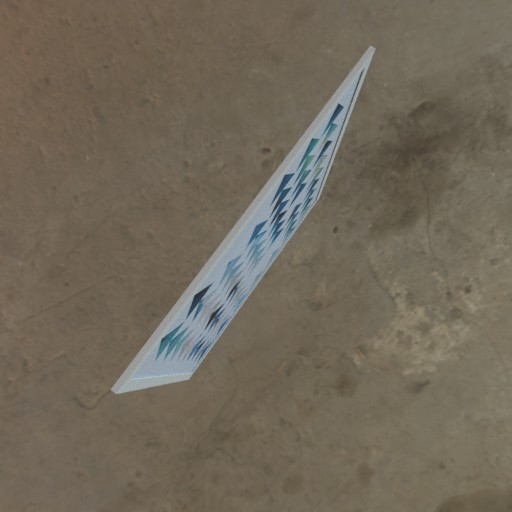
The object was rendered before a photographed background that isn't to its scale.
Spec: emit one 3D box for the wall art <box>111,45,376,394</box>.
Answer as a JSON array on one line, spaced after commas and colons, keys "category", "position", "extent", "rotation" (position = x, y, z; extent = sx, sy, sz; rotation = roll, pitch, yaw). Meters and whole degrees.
[{"category": "wall art", "position": [0.000, 0.000, 1.199], "extent": [0.012, 0.809, 0.809], "rotation": [35, 79, 8]}]
